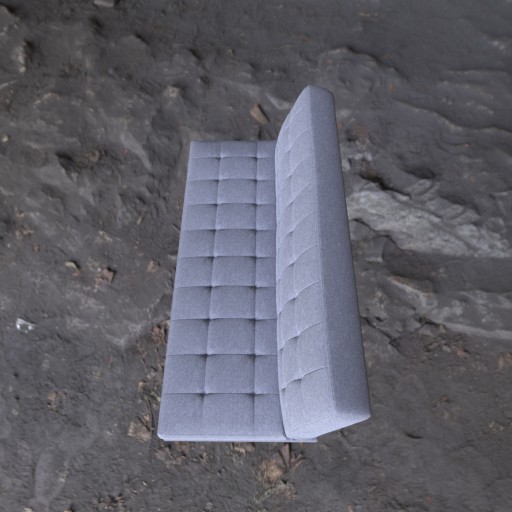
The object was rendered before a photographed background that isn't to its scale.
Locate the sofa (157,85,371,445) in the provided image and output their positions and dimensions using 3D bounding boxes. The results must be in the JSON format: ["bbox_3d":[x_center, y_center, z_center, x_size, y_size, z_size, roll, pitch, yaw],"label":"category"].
[{"bbox_3d":[0.000,0.000,2.351,0.860,0.810,1.800,0,59,0],"label":"sofa"}]
